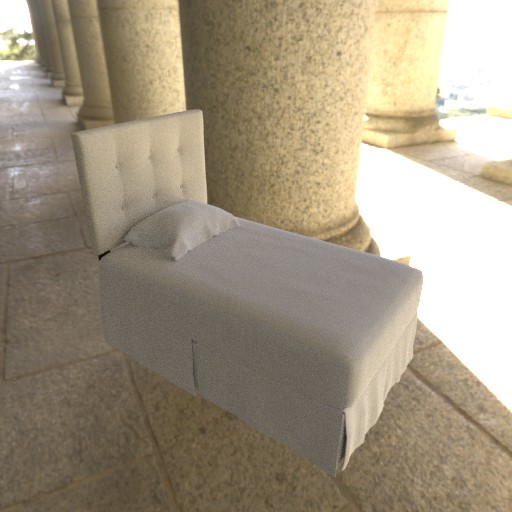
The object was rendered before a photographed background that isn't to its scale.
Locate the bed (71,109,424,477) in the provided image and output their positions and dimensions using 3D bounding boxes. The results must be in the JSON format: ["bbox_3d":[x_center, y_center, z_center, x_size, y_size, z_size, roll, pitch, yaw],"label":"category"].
[{"bbox_3d":[0.000,0.000,2.943,1.997,1.571,1.261,18,32,31],"label":"bed"}]
